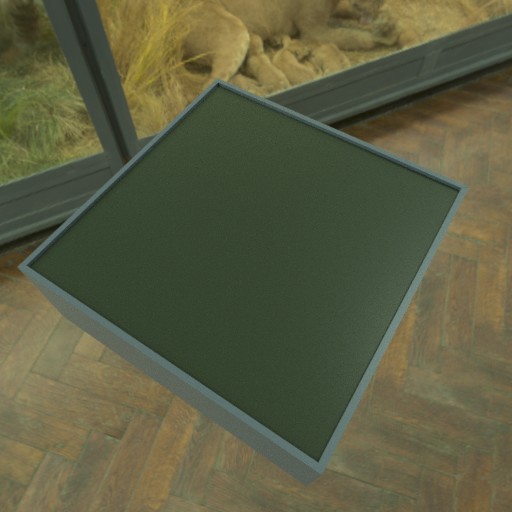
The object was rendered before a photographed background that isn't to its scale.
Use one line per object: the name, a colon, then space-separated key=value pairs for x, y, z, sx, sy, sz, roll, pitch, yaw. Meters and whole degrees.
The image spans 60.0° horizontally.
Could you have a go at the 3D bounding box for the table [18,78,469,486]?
table: x=0.000 y=0.000 z=1.217 sx=0.801 sy=0.299 sz=0.801 roll=29 pitch=63 yaw=16
